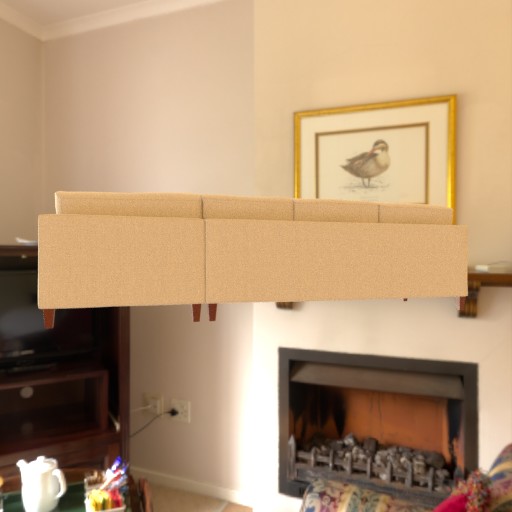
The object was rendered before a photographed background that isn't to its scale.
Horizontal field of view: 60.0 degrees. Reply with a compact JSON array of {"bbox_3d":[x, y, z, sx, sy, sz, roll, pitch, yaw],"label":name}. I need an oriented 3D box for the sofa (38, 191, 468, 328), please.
[{"bbox_3d":[0.000,0.000,4.129,3.471,0.954,1.599,0,0,-17],"label":"sofa"}]
